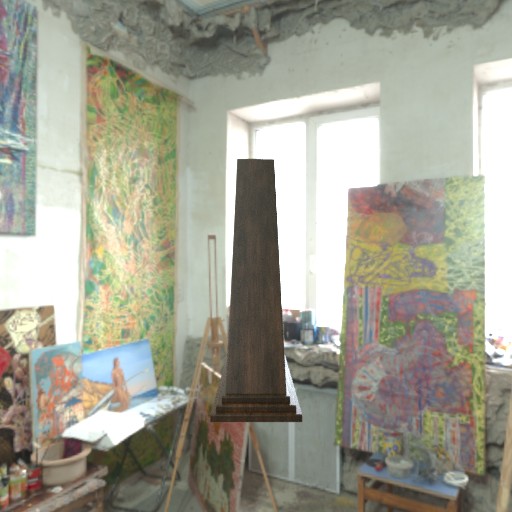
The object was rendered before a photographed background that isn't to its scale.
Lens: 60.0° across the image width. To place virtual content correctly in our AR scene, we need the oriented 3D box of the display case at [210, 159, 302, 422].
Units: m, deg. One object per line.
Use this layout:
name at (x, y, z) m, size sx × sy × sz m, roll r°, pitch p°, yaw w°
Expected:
display case at (0.000, 0.000, 0.776) m, size 0.095 × 0.340 × 0.640 m, roll 0°, pitch 0°, yaw 0°
